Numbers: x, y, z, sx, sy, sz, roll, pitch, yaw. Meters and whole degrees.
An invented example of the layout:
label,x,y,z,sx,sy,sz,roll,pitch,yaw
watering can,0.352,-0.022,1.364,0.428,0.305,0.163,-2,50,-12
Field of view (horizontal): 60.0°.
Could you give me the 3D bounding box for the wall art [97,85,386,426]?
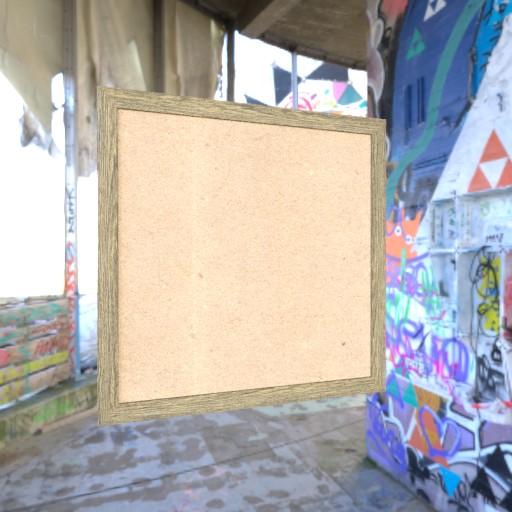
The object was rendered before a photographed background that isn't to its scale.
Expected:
label,x,y,z,sx,sy,sz,roll,pitch,yaw
wall art,0.000,0.000,0.753,0.508,0.508,0.019,0,0,-19
